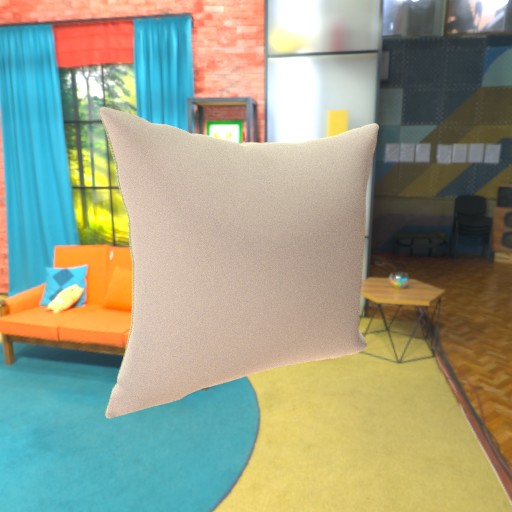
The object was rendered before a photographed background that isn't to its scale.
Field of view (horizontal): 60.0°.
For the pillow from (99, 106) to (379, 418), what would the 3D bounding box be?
[{"bbox_3d":[0.000,0.000,0.800,0.560,0.487,0.229,-7,14,-29],"label":"pillow"}]
